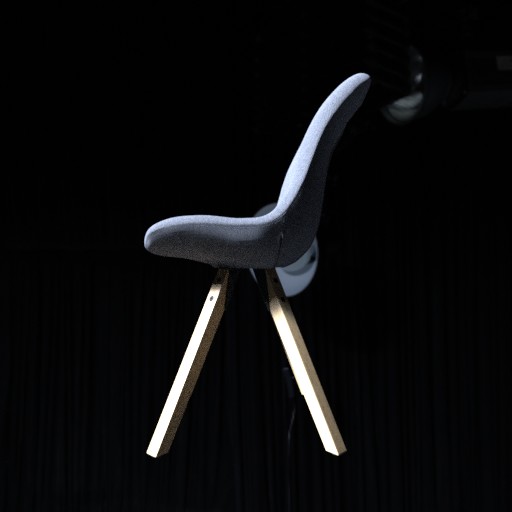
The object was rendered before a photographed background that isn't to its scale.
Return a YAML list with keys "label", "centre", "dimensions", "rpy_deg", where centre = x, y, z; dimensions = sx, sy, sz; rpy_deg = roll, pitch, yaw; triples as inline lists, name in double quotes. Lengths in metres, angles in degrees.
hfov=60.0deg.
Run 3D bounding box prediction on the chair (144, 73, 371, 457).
- label: "chair"
  centre: [0.000, 0.000, 1.157]
  dimensions: [0.550, 0.850, 0.485]
  rpy_deg: [0, -1, -1]
